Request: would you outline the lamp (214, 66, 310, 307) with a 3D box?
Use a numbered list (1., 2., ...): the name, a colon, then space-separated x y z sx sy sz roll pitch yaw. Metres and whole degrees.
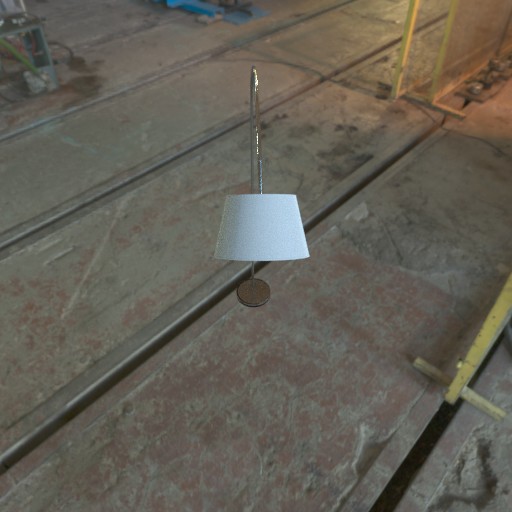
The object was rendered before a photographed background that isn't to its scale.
1. lamp: 0.000 0.000 2.691 0.406 2.098 1.445 -2 45 -2
